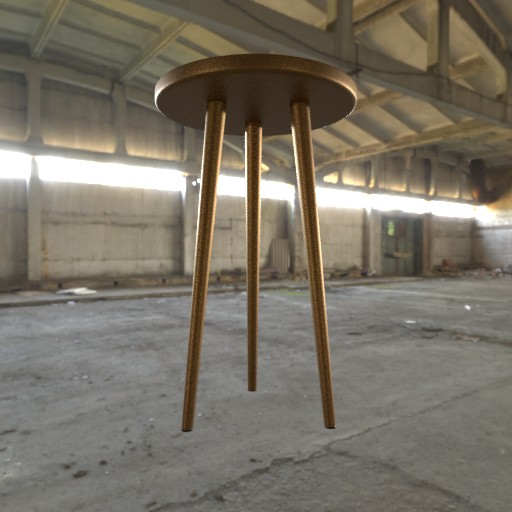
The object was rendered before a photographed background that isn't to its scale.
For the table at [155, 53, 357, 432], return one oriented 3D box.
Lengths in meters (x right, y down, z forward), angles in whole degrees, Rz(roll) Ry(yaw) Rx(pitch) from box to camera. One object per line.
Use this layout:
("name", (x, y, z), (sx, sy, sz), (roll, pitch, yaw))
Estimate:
("table", (0.000, 0.000, 0.674), (0.299, 0.480, 0.299), (0, 0, -36))
